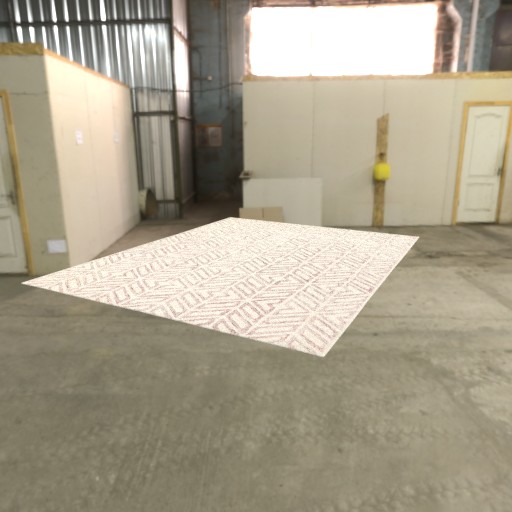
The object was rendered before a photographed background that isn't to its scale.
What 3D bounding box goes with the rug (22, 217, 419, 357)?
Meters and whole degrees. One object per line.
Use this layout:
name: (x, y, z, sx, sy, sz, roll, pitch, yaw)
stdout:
rug: (0.000, 0.000, 4.108, 2.421, 0.008, 3.045, 8, 18, 27)
